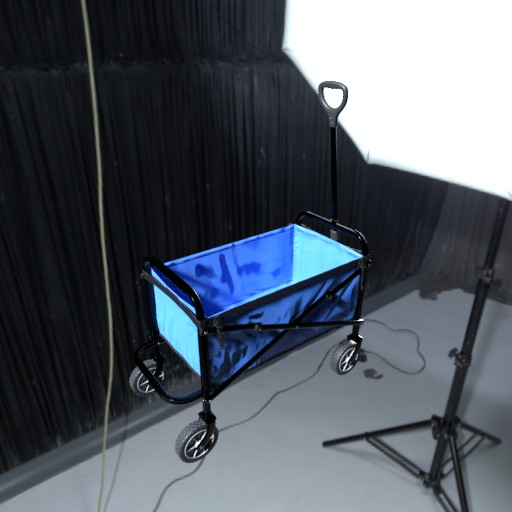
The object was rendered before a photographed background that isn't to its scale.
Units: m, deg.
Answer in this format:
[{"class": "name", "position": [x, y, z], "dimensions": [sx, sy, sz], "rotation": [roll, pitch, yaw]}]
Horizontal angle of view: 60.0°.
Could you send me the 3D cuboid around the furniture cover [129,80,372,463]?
[{"class": "furniture cover", "position": [0.000, 0.000, 1.805], "dimensions": [1.038, 1.295, 0.532], "rotation": [-18, 32, -32]}]
